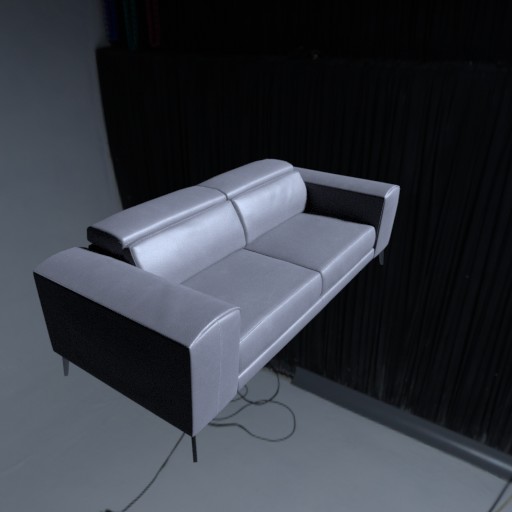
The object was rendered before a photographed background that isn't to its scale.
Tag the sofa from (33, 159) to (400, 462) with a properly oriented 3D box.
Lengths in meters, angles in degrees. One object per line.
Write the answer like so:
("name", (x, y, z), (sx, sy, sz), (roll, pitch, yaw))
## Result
("sofa", (0.000, 0.000, 2.814), (1.048, 0.814, 2.330), (17, 31, 31))
